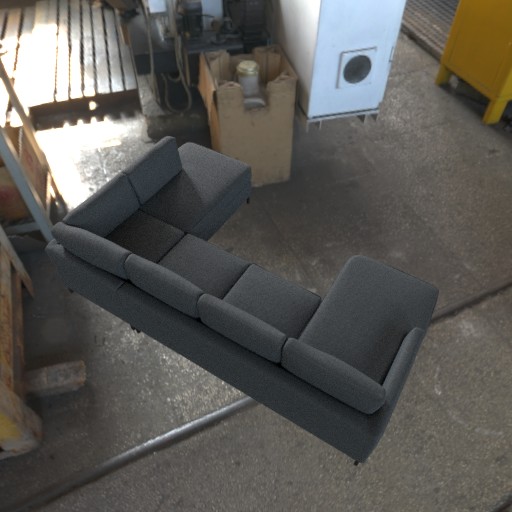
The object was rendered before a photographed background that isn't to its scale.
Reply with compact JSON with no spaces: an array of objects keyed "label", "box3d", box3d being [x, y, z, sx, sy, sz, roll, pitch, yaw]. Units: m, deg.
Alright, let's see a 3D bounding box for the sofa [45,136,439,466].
[{"label":"sofa","box3d":[0.000,0.000,3.824,2.975,0.858,1.984,25,54,20]}]
